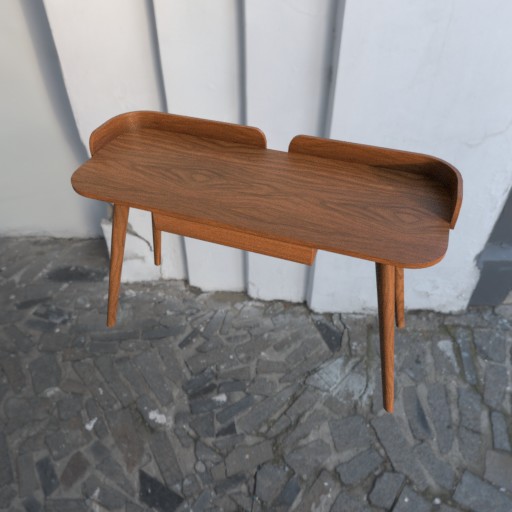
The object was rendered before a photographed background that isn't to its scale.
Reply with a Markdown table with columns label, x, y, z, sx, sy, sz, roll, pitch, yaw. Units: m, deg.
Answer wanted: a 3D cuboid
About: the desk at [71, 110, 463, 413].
| label | x | y | z | sx | sy | sz | roll | pitch | yaw |
| --- | --- | --- | --- | --- | --- | --- | --- | --- | --- |
| desk | 0.000 | 0.000 | 1.692 | 1.256 | 0.800 | 0.486 | 13 | 43 | 14 |
